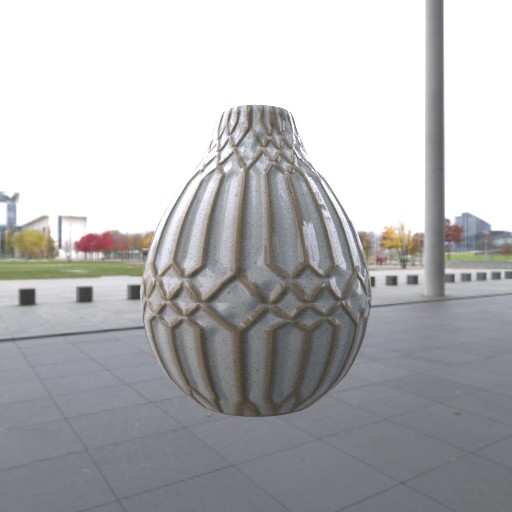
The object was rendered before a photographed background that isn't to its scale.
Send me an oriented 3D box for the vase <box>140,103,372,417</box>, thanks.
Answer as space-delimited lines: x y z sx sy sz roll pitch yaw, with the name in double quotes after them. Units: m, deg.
0.000 0.000 0.315 0.159 0.200 0.159 0 0 0 "vase"
